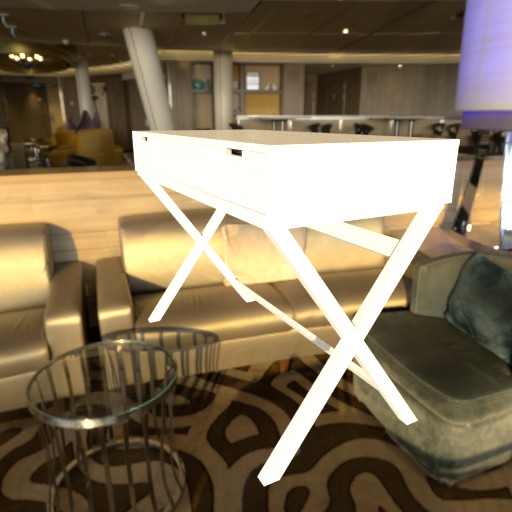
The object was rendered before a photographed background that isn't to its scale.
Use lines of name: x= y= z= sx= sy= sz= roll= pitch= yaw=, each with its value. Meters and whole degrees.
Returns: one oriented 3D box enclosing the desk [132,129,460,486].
desk: x=0.000 y=0.000 z=1.472 sx=0.509 sy=0.780 sz=1.059 roll=-9 pitch=19 yaw=-27
